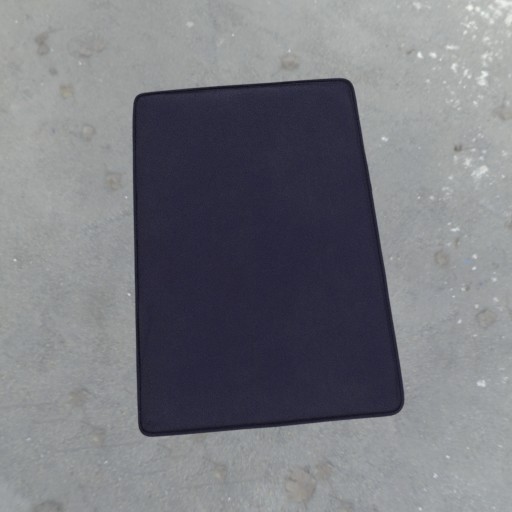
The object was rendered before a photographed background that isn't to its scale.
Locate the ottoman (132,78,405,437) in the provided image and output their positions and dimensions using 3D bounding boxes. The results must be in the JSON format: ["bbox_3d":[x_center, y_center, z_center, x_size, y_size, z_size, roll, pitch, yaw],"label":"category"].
[{"bbox_3d":[0.000,0.000,1.320,0.637,0.503,0.938,-5,75,-1],"label":"ottoman"}]
